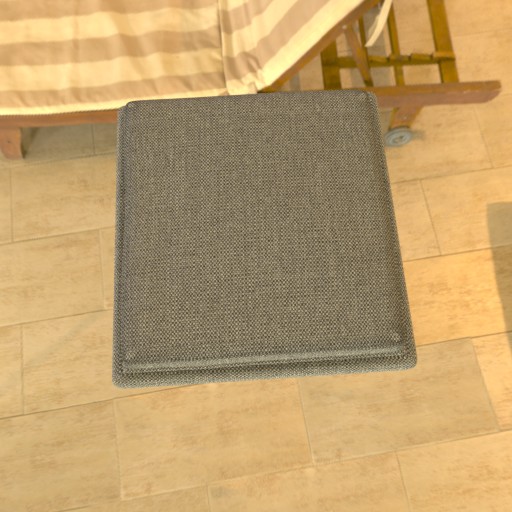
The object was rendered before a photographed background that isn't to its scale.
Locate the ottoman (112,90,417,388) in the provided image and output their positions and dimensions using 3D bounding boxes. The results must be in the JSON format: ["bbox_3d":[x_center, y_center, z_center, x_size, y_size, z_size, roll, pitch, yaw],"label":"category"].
[{"bbox_3d":[0.000,0.000,0.846,0.436,0.487,0.454,-4,75,-1],"label":"ottoman"}]
